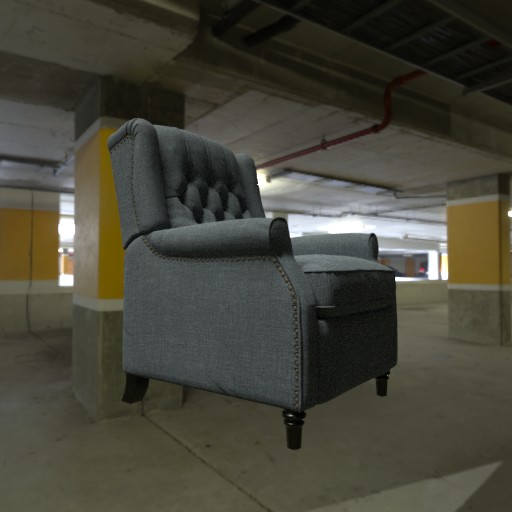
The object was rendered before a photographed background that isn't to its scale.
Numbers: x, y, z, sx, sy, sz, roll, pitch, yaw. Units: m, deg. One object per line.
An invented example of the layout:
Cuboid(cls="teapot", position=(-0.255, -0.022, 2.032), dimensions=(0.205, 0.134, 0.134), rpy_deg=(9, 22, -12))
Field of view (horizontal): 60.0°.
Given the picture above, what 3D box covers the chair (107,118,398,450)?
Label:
Cuboid(cls="chair", position=(0.000, 0.000, 1.628), dimensions=(0.898, 1.035, 0.742), rpy_deg=(-1, -2, 37))
